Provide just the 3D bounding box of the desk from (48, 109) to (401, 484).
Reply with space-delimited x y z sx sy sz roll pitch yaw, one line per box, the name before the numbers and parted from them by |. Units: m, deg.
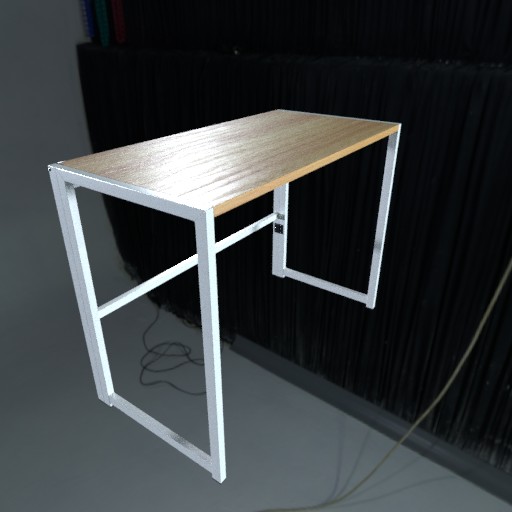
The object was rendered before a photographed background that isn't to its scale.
desk | 0.000 0.000 1.473 0.508 0.762 1.016 18 32 31
